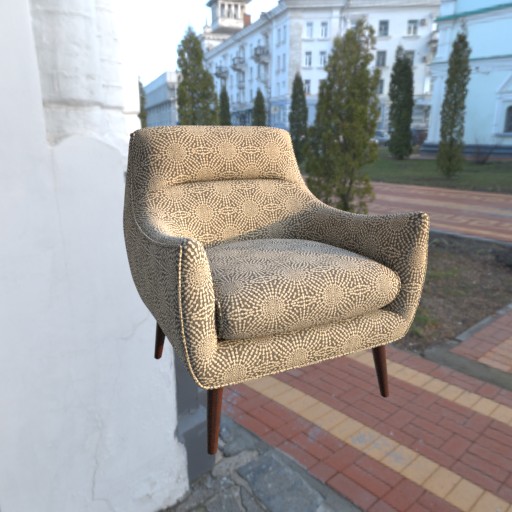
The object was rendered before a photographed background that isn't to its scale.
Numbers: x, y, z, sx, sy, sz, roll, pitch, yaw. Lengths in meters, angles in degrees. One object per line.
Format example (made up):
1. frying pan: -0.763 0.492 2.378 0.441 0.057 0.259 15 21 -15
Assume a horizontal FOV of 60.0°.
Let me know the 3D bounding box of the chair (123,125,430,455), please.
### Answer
1. chair: 0.000 0.000 1.472 0.762 0.838 0.787 -8 17 -25
